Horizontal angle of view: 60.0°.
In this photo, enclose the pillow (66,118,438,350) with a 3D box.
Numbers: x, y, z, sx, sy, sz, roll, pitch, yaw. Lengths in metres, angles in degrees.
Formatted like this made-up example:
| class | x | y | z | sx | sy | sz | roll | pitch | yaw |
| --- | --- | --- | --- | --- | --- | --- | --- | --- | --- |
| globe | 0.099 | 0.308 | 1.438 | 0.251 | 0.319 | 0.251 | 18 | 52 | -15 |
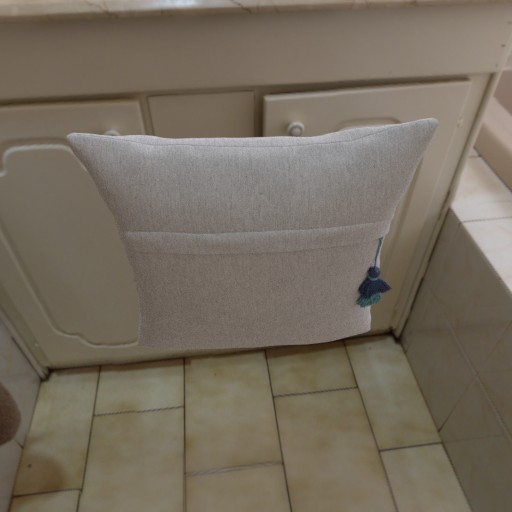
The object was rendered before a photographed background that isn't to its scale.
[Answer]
| class | x | y | z | sx | sy | sz | roll | pitch | yaw |
| --- | --- | --- | --- | --- | --- | --- | --- | --- | --- |
| pillow | 0.000 | 0.000 | 0.671 | 0.433 | 0.436 | 0.173 | -3 | 44 | -3 |
